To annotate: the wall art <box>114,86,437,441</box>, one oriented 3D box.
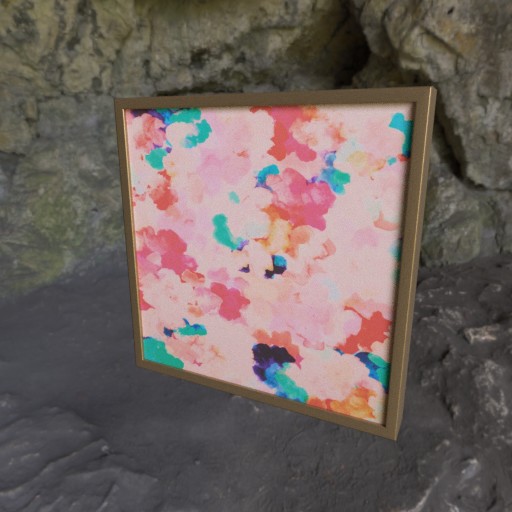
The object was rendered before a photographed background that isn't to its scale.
[{"bbox_3d":[0.000,0.000,0.444,0.304,0.305,0.038,8,18,25],"label":"wall art"}]
